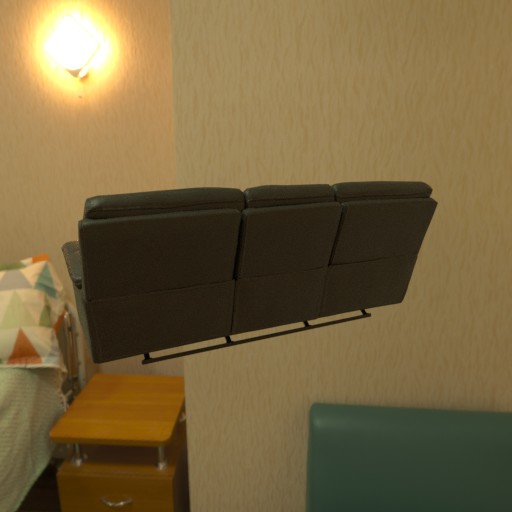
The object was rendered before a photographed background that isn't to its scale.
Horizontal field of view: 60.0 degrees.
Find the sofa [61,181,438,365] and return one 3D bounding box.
[{"bbox_3d":[0.000,0.000,3.328,2.627,1.134,1.104,-7,16,-25],"label":"sofa"}]
